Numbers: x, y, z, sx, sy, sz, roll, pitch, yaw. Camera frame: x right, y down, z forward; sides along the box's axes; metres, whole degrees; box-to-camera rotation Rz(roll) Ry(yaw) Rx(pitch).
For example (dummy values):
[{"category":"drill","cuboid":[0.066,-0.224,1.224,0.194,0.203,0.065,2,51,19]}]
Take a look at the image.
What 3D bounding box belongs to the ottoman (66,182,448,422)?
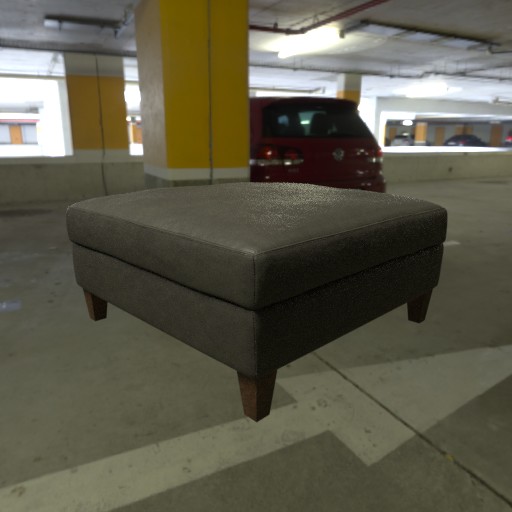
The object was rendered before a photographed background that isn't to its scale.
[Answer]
[{"category":"ottoman","cuboid":[0.000,0.000,1.357,0.836,0.415,0.844,-14,20,-43]}]
